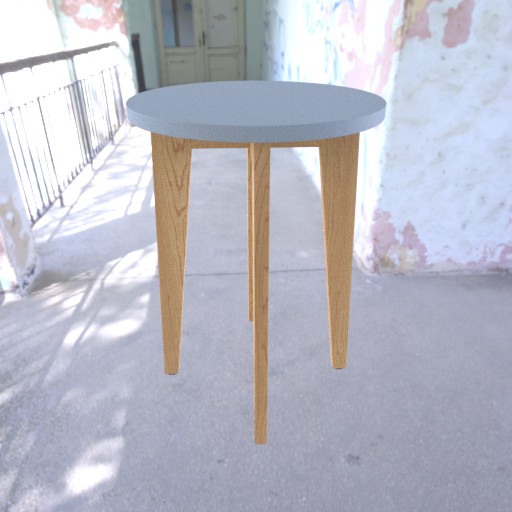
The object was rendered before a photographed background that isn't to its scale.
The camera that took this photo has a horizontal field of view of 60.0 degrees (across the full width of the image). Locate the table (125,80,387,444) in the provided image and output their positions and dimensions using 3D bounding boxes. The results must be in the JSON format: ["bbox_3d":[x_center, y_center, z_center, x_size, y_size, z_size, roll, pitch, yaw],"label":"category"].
[{"bbox_3d":[0.000,0.000,0.733,0.350,0.500,0.350,0,29,0],"label":"table"}]
